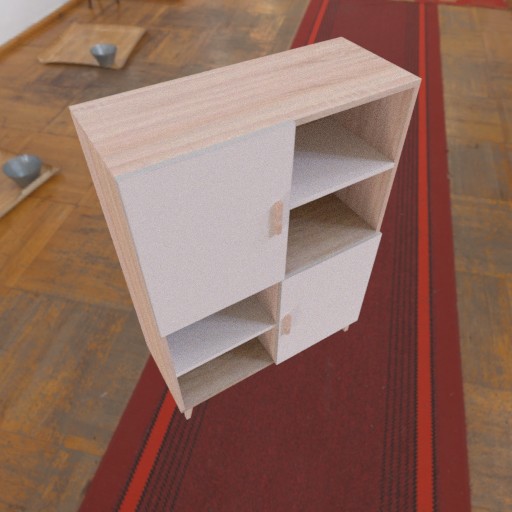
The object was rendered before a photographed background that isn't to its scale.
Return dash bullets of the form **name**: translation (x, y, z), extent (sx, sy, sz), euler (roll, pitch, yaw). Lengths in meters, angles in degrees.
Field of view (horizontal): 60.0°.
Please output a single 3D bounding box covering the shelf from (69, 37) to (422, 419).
- **shelf**: translation (0.000, 0.000, 1.829), extent (0.995, 1.405, 0.434), euler (-24, 51, -21)
